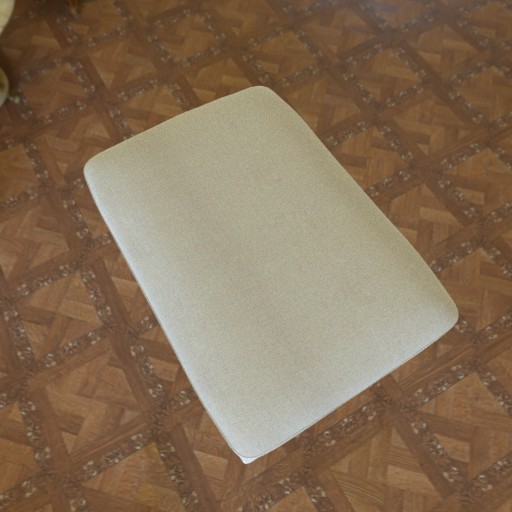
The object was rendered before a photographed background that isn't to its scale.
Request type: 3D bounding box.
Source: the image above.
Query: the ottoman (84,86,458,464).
[{"bbox_3d":[0.000,0.000,1.356,0.686,0.453,0.984,-29,67,-13],"label":"ottoman"}]
